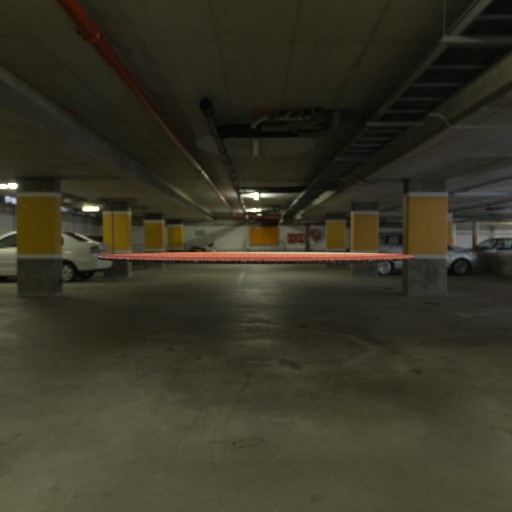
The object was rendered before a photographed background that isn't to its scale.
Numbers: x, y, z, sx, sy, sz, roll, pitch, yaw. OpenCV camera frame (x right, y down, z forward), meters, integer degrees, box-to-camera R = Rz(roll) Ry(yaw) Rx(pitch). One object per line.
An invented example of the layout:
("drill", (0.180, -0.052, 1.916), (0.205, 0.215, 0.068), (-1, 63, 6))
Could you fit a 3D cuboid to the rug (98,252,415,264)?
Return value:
("rug", (0.000, 0.000, 2.248), (1.514, 0.015, 1.514), (0, 2, 0))
